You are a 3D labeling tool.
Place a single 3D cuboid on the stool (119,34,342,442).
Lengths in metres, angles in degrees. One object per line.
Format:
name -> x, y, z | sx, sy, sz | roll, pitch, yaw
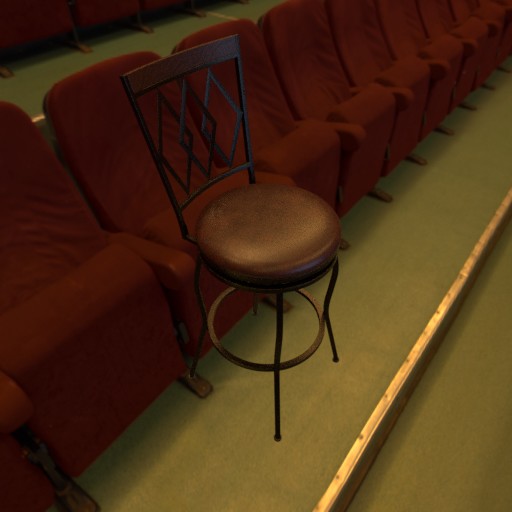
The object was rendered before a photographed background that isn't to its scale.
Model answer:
stool -> 0.000, 0.000, 1.392 | 0.521, 1.134, 0.432 | 27, 48, 27
